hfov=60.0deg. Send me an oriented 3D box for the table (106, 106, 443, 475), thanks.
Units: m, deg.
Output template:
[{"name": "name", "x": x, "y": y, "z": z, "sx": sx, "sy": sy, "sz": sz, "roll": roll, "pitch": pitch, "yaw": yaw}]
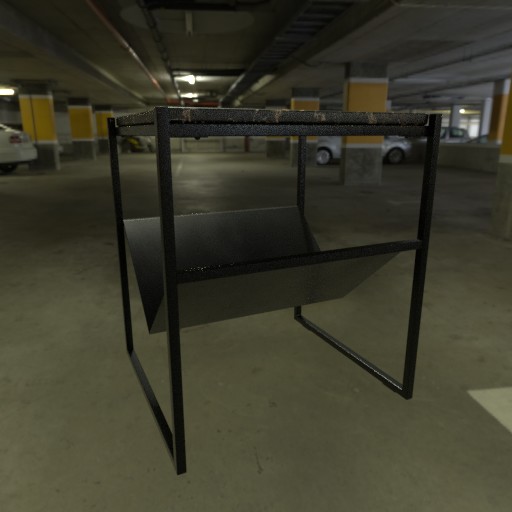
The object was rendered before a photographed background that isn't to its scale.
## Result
[{"name": "table", "x": 0.000, "y": 0.000, "z": 0.882, "sx": 0.469, "sy": 0.534, "sz": 0.432, "roll": -7, "pitch": 17, "yaw": -25}]
